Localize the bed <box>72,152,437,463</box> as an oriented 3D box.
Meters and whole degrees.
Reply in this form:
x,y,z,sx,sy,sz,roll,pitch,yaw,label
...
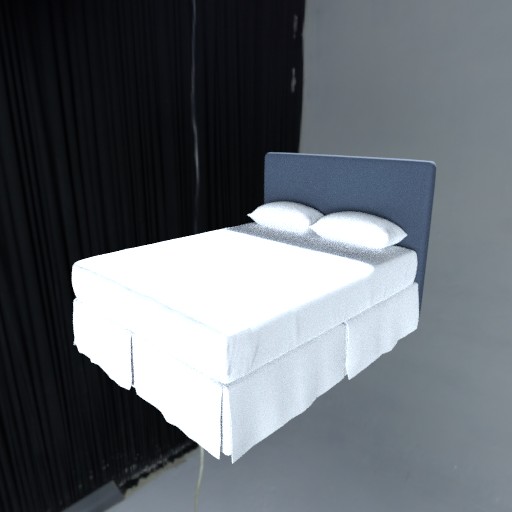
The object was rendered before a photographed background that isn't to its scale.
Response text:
x,y,z,sx,sy,sz,roll,pitch,yaw,label
0.000,0.000,3.207,1.713,1.330,2.162,15,22,42,bed
